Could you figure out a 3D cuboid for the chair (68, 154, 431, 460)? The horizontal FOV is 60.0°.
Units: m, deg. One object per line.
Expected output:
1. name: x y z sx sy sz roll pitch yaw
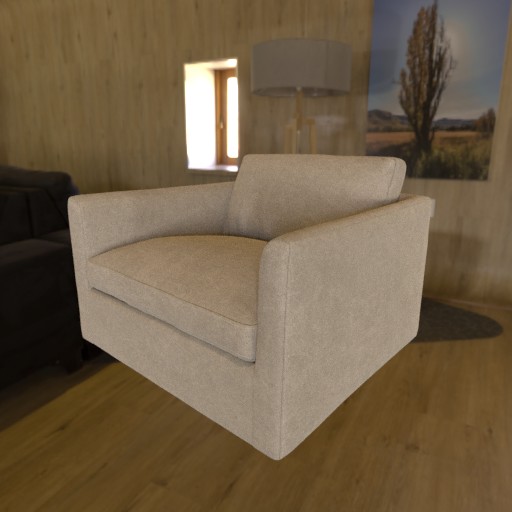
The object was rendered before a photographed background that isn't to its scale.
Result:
1. chair: 0.000 0.000 1.877 1.190 0.845 1.091 14 21 41
